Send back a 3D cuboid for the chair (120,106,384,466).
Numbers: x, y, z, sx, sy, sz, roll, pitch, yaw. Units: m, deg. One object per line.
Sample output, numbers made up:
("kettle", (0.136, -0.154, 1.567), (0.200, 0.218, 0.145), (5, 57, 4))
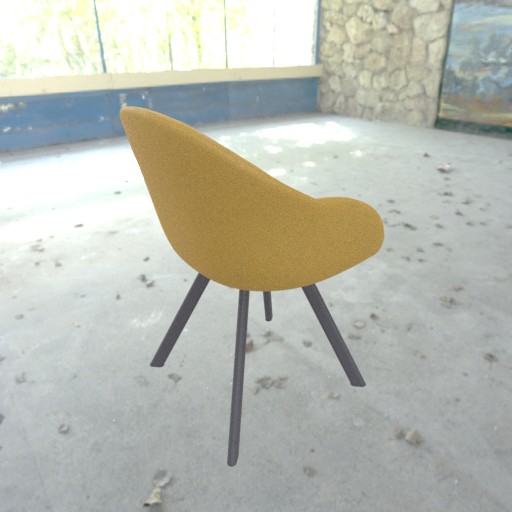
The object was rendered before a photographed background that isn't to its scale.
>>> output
("chair", (0.000, 0.000, 1.176), (0.583, 0.793, 0.551), (-18, 31, -32))
